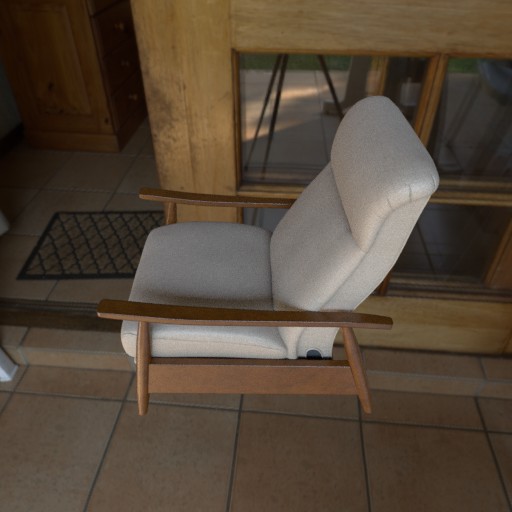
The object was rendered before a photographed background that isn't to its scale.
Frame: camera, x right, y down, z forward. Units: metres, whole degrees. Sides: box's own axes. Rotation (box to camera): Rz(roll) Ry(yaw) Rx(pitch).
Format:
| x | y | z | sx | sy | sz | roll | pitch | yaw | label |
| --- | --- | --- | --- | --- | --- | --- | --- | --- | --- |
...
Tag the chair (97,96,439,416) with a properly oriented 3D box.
| x | y | z | sx | sy | sz | roll | pitch | yaw | label |
| --- | --- | --- | --- | --- | --- | --- | --- | --- | --- |
| 0.000 | 0.000 | 1.756 | 1.030 | 1.082 | 0.762 | 0 | 40 | 0 | chair |
